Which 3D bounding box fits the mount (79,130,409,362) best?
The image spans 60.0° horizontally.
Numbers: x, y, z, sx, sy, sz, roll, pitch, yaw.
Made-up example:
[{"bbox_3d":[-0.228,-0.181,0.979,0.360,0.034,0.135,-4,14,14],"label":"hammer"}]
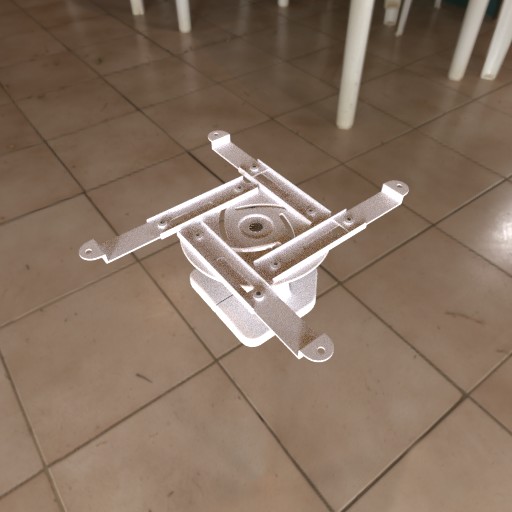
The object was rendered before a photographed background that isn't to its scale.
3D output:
[{"bbox_3d":[0.000,0.000,0.595,0.394,0.141,0.394,-29,53,-25],"label":"mount"}]
